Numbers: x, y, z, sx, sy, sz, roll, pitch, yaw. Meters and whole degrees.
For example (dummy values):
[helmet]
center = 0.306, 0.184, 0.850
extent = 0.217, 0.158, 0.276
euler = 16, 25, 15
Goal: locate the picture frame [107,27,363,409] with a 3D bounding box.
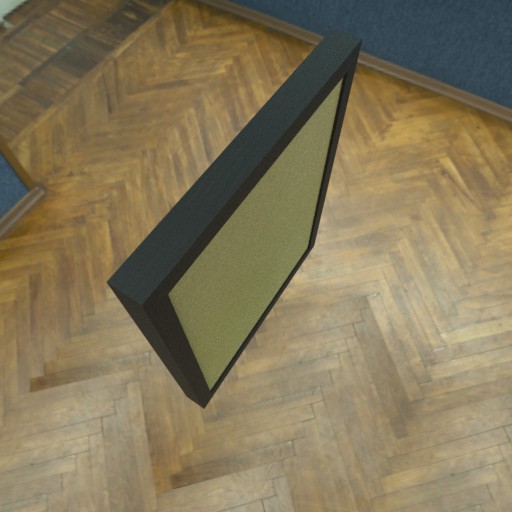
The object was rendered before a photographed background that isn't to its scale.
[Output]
[picture frame]
center = 0.000, 0.000, 0.748
extent = 0.044, 0.555, 0.452
euler = 30, 66, 15
